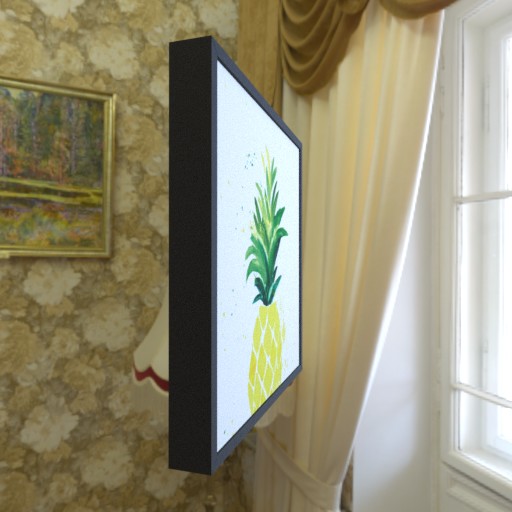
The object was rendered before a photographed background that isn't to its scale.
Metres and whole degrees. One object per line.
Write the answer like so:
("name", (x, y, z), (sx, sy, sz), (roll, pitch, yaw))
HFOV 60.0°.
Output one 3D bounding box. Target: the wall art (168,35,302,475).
("wall art", (0.000, 0.000, 0.456), (0.033, 0.304, 0.305), (0, 0, 18))
